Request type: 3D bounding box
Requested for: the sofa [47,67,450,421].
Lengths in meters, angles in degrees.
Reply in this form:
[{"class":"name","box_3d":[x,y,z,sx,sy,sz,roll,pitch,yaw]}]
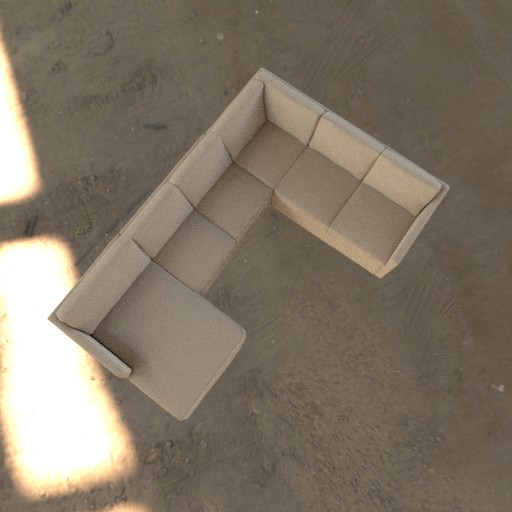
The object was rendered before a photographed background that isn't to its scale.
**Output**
[{"class":"sofa","box_3d":[0.000,0.000,4.629,2.476,0.878,3.528,36,78,8]}]
